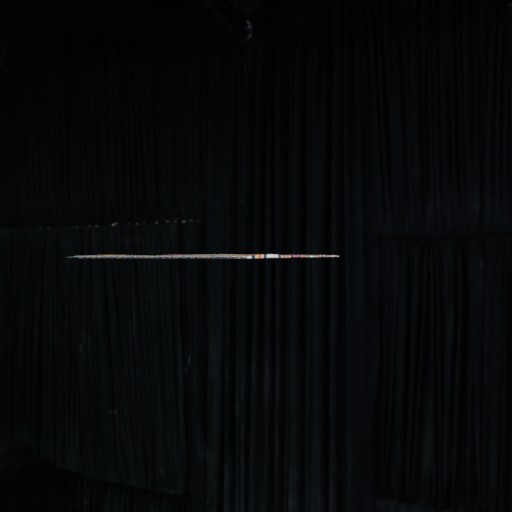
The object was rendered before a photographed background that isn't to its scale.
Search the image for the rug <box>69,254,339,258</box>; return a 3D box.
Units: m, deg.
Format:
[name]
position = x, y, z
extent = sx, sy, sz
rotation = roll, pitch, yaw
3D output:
[rug]
position = 0.000, 0.000, 2.709
extent = 0.695, 0.017, 2.455
rotation = 0, 0, 18
